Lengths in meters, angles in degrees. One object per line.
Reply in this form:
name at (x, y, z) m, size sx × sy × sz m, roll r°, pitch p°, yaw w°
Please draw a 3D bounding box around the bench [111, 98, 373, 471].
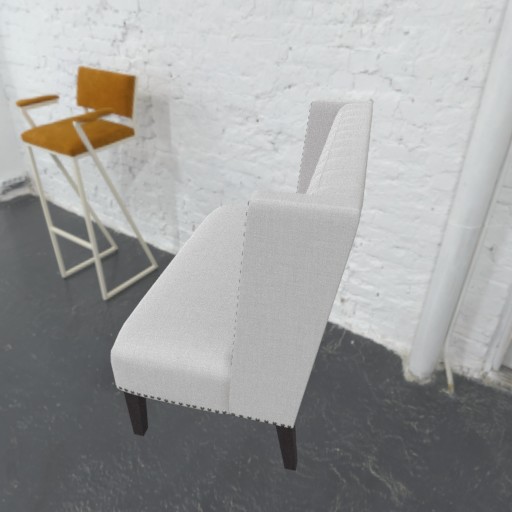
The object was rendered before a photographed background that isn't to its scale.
bench at (0.000, 0.000, 1.974) m, size 0.847 × 1.123 × 1.280 m, roll 7°, pitch 32°, yaw 12°
